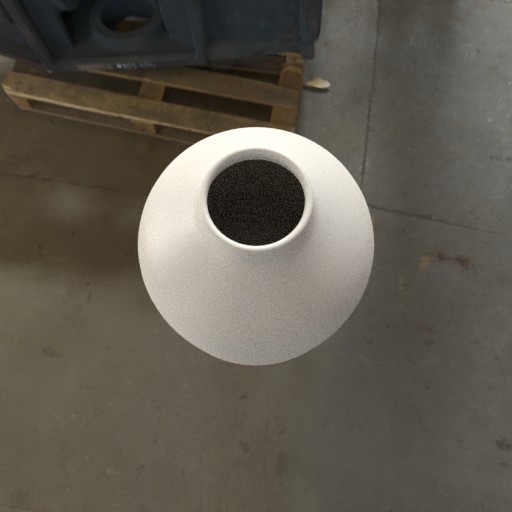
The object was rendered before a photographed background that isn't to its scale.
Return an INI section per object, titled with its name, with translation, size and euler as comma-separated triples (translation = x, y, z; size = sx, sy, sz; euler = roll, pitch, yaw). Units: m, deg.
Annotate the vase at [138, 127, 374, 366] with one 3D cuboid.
[vase]
translation = 0.000, 0.000, 0.356
size = 0.169, 0.237, 0.169
euler = 0, 74, 0
